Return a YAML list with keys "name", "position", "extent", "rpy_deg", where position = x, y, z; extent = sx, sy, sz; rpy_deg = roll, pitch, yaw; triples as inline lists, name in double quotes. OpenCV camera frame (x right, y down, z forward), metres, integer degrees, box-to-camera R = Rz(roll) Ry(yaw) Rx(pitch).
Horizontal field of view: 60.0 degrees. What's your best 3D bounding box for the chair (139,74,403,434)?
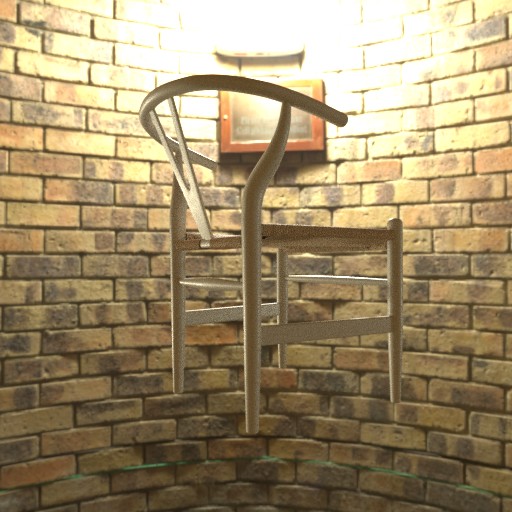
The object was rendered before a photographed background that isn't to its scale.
- name: "chair"
  position: [0.000, 0.000, 1.138]
  extent: [0.579, 0.730, 0.569]
  rpy_deg: [1, -1, -36]
